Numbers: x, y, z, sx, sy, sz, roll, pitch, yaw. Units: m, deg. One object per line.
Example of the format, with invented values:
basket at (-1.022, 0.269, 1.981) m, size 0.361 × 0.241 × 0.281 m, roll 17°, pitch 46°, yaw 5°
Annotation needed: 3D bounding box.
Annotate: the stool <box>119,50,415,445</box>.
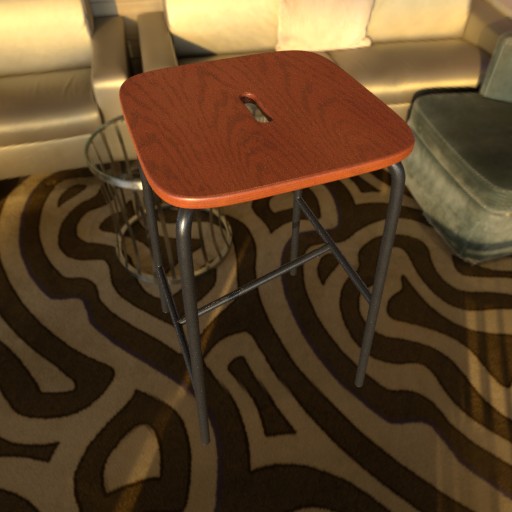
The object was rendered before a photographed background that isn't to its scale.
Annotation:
stool at (0.000, 0.000, 0.850) m, size 0.376 × 0.610 × 0.376 m, roll -15°, pitch 48°, yaw -14°
